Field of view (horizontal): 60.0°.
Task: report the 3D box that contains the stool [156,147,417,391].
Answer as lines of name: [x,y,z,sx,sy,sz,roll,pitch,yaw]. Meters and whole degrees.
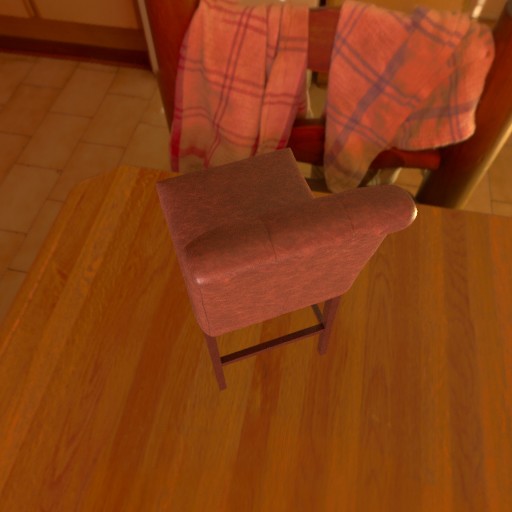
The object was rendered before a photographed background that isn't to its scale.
stool: [0.000,0.000,1.426,0.486,1.084,0.660,-17,60,-10]
